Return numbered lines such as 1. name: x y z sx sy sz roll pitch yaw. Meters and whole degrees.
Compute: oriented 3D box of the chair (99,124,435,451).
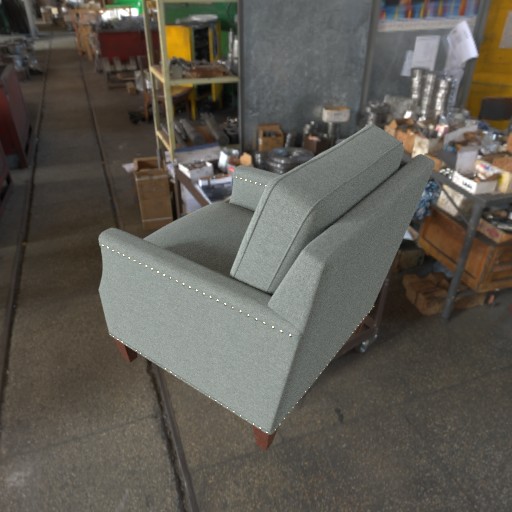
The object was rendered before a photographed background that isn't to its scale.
1. chair: 0.000 0.000 1.807 1.031 1.031 0.885 21 38 30
